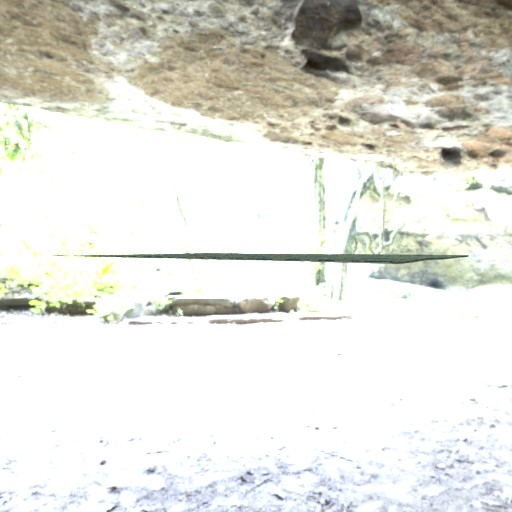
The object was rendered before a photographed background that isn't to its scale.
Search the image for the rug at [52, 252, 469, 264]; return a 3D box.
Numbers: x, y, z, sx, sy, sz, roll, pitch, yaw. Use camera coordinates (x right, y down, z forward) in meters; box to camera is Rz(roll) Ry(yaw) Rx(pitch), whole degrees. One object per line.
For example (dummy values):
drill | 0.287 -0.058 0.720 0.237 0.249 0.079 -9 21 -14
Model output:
rug | 0.000 0.000 2.317 1.830 0.011 1.209 1 1 35
